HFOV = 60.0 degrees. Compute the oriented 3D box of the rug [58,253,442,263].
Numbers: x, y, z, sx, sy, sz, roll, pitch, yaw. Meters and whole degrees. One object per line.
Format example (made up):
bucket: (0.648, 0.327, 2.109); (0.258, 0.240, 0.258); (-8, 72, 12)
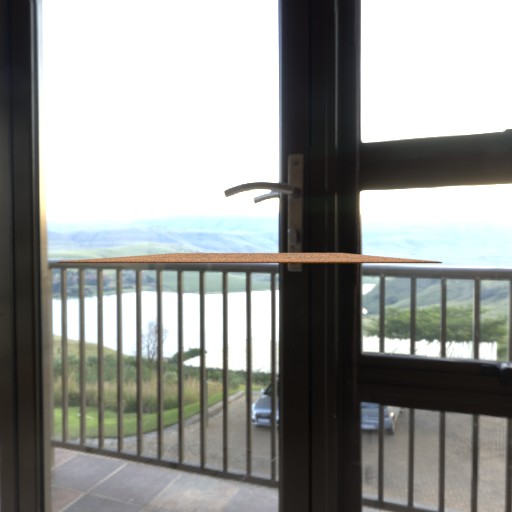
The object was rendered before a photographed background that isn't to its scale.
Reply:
rug: (0.000, 0.000, 2.922); (1.525, 0.007, 2.336); (0, 1, 2)
